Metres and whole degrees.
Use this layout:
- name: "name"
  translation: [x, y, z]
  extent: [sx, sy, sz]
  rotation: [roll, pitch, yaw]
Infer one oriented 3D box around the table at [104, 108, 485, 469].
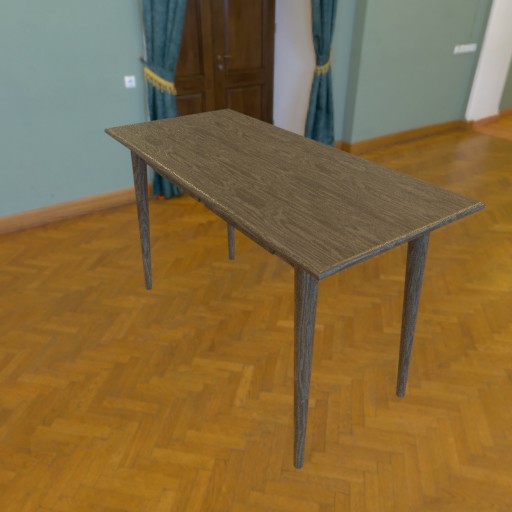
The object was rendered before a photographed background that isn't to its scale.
- name: "table"
  translation: [0.000, 0.000, 1.701]
  extent: [0.599, 0.780, 1.300]
  rotation: [-20, 37, -29]
